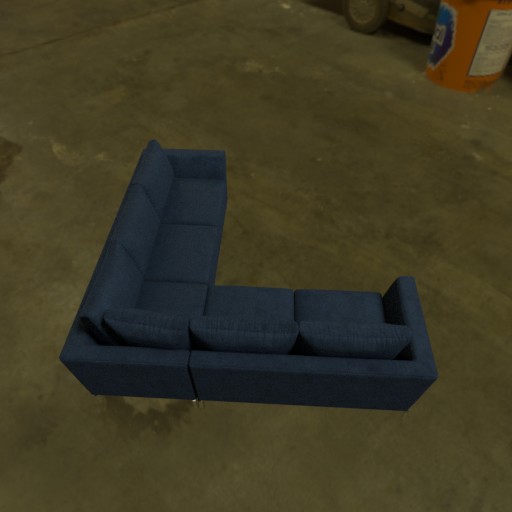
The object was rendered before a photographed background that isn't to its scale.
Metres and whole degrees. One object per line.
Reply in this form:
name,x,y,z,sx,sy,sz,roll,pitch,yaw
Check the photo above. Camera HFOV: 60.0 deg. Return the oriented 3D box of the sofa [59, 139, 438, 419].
sofa,0.000,0.000,3.882,2.472,0.988,2.463,2,47,2
